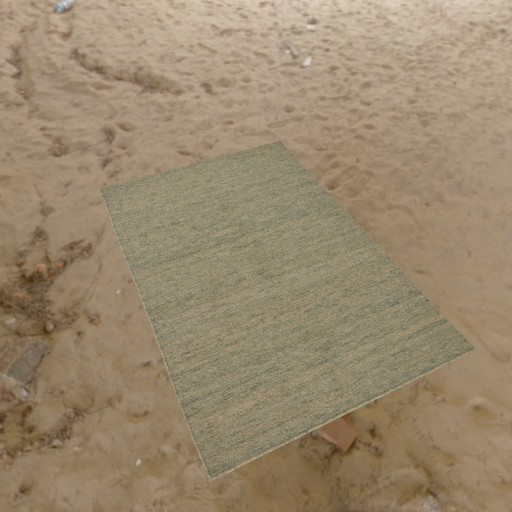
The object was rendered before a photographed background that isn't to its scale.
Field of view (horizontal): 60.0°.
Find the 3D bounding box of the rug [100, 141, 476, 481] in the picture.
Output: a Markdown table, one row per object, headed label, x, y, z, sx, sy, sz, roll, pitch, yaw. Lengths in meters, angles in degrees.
| label | x | y | z | sx | sy | sz | roll | pitch | yaw |
| --- | --- | --- | --- | --- | --- | --- | --- | --- | --- |
| rug | 0.000 | 0.000 | 2.876 | 1.547 | 0.013 | 2.283 | -19 | 49 | -17 |
